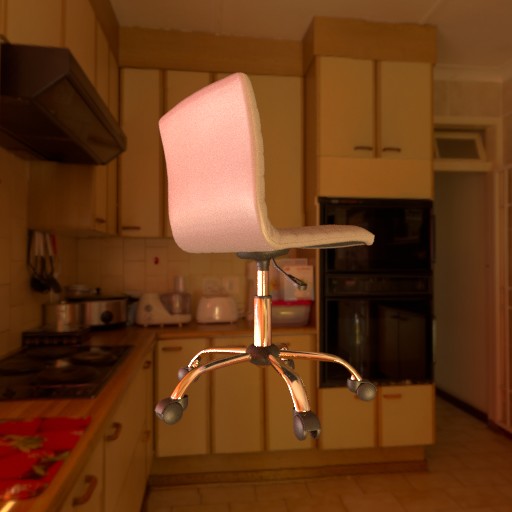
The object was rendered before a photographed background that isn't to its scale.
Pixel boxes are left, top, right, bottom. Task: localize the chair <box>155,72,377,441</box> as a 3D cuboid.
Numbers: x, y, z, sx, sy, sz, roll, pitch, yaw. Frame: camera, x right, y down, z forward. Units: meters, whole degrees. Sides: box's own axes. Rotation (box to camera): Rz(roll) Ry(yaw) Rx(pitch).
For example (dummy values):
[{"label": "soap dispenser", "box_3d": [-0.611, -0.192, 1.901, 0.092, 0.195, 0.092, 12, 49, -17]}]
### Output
[{"label": "chair", "box_3d": [0.000, 0.000, 1.146, 0.542, 0.750, 0.569, 0, -1, -37]}]
